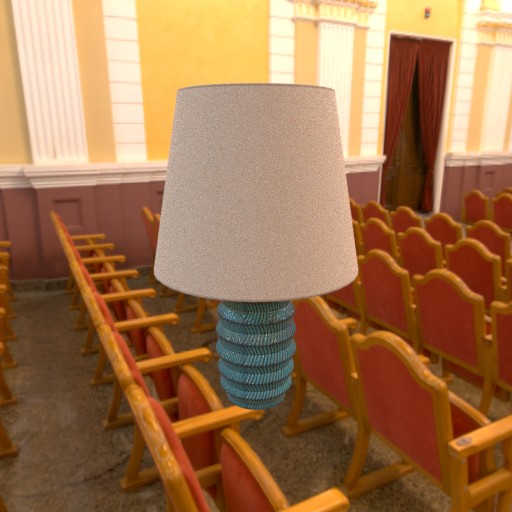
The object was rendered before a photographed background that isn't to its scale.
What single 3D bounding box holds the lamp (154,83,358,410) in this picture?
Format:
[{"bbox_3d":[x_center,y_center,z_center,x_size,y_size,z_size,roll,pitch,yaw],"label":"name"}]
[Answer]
[{"bbox_3d":[0.000,0.000,0.561,0.254,0.392,0.254,0,15,0],"label":"lamp"}]
